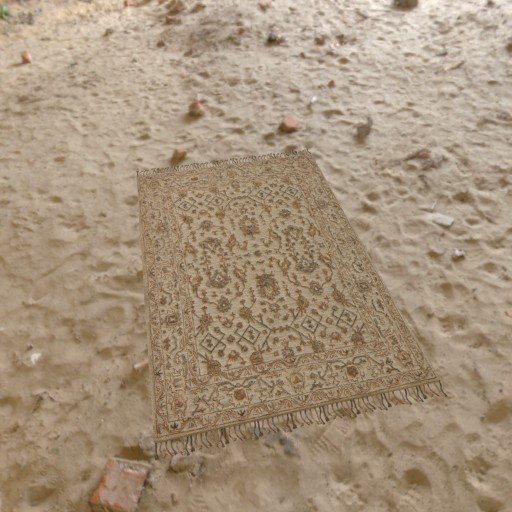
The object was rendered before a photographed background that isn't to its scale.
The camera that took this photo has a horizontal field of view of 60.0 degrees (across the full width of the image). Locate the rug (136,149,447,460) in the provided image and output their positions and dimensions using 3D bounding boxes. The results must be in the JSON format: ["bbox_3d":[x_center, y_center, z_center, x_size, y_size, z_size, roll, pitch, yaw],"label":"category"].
[{"bbox_3d":[0.000,0.000,3.025,1.529,0.027,2.434,-9,46,-9],"label":"rug"}]
